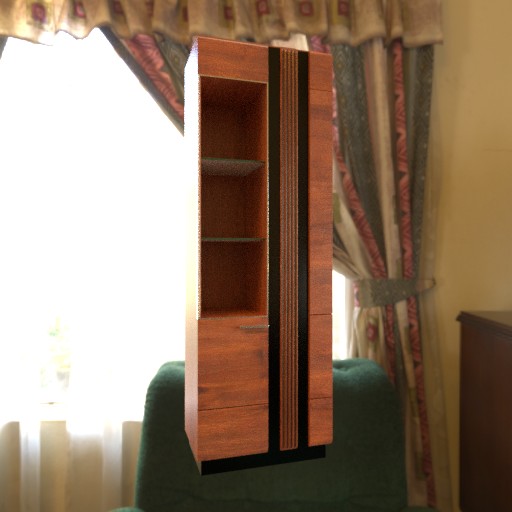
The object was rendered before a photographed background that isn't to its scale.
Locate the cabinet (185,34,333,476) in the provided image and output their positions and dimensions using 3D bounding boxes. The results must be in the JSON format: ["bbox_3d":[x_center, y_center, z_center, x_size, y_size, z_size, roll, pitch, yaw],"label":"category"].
[{"bbox_3d":[0.000,0.000,2.246,0.660,1.980,0.420,0,0,-17],"label":"cabinet"}]
